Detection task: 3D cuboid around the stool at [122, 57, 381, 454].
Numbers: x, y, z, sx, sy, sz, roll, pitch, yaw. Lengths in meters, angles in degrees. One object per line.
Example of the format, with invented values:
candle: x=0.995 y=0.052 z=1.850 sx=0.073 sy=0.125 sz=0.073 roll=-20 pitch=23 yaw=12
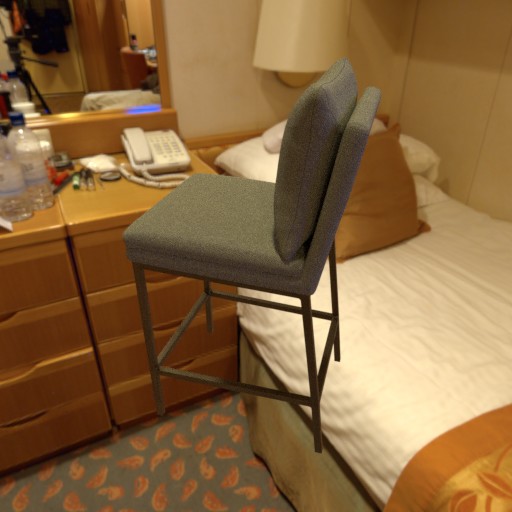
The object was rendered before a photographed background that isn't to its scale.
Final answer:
stool: x=0.000 y=0.000 z=1.291 sx=0.569 sy=1.031 sz=0.463 roll=9 pitch=31 yaw=15
